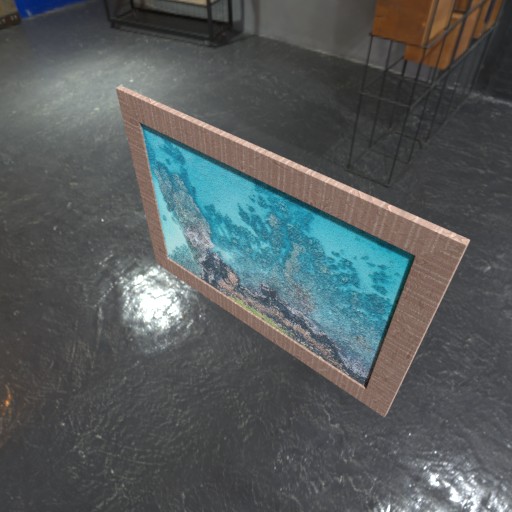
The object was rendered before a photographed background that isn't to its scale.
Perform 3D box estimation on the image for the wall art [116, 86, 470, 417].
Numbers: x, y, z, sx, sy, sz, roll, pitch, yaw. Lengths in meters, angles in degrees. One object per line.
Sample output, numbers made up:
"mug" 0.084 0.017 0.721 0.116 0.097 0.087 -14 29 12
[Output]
"wall art" 0.000 0.000 1.359 1.056 0.761 0.020 30 53 26
